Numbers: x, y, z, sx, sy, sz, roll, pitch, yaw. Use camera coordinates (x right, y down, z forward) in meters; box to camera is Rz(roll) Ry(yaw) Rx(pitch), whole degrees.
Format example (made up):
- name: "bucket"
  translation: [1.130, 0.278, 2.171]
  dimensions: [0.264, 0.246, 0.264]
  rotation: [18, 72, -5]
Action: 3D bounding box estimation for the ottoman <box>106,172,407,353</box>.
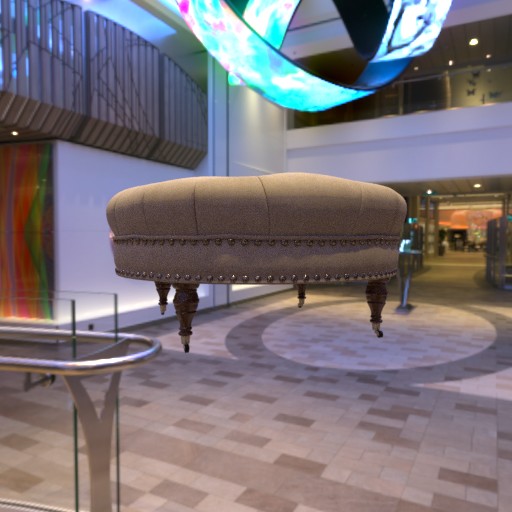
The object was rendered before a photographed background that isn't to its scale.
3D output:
- name: "ottoman"
  translation: [0.000, 0.000, 1.396]
  dimensions: [0.901, 0.439, 0.901]
  rotation: [0, 2, 0]
